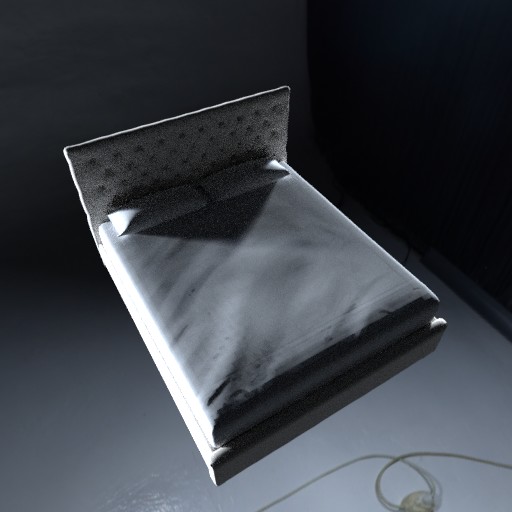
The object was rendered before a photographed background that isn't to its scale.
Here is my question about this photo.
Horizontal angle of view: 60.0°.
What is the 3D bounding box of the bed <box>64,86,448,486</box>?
[{"bbox_3d":[0.000,0.000,3.568,2.078,1.427,2.387,-23,50,-21],"label":"bed"}]
